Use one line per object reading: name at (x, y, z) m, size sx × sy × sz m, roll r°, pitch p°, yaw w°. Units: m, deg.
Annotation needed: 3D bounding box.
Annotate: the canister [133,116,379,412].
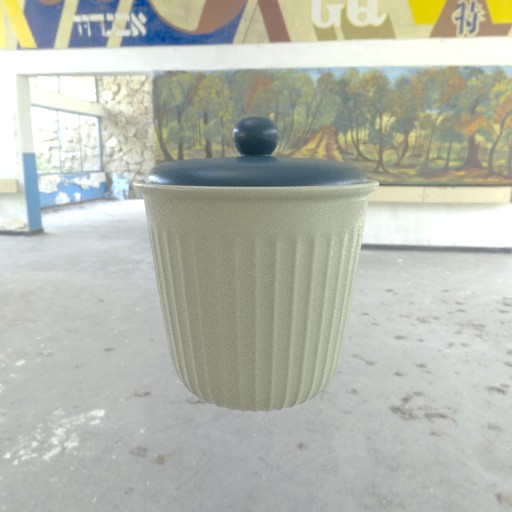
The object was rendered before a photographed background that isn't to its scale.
canister at (0.000, 0.000, 0.349) m, size 0.181 × 0.211 × 0.181 m, roll 0°, pitch 12°, yaw 0°
